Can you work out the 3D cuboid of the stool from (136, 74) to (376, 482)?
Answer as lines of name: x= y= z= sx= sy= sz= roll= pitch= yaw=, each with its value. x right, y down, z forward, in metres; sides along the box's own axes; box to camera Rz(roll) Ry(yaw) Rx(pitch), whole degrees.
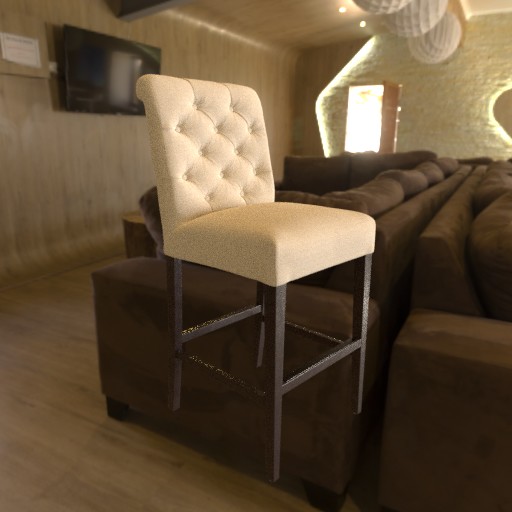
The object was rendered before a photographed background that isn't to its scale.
stool: x=0.000 y=0.000 z=1.445 sx=0.610 sy=1.118 sz=0.482 roll=14 pitch=20 yaw=42
